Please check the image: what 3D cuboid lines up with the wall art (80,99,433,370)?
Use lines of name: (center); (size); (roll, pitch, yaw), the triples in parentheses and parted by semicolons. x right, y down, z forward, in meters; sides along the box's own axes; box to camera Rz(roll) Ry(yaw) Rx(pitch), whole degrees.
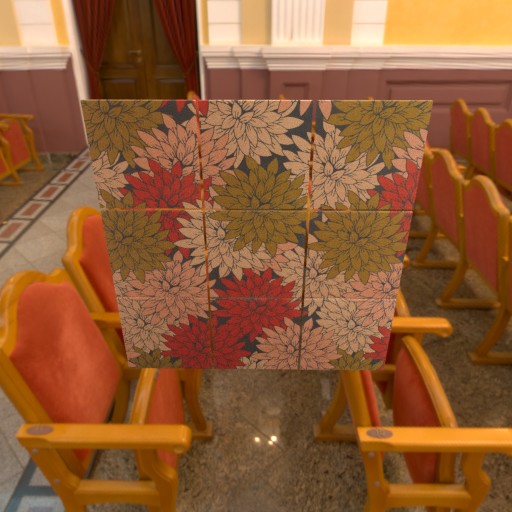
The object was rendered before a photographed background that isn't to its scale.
wall art: (0.000, 0.000, 1.813); (1.206, 1.218, 0.013); (0, 29, 1)
